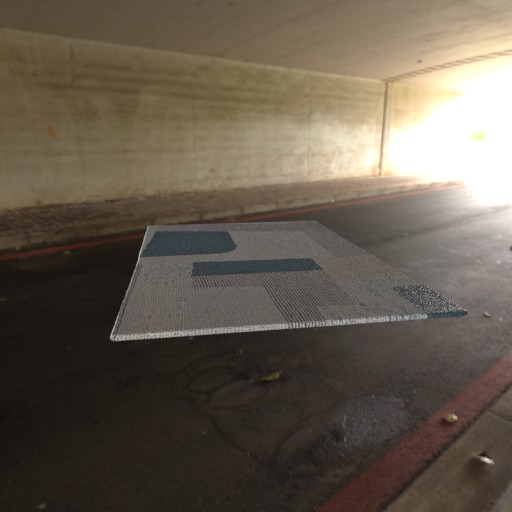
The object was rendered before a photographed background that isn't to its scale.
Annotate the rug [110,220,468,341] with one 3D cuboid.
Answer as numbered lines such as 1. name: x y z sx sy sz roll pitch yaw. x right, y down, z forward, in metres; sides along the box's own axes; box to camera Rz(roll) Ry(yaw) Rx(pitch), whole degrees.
1. rug: 0.000 0.000 2.360 1.238 0.020 1.847 -2 15 -9
